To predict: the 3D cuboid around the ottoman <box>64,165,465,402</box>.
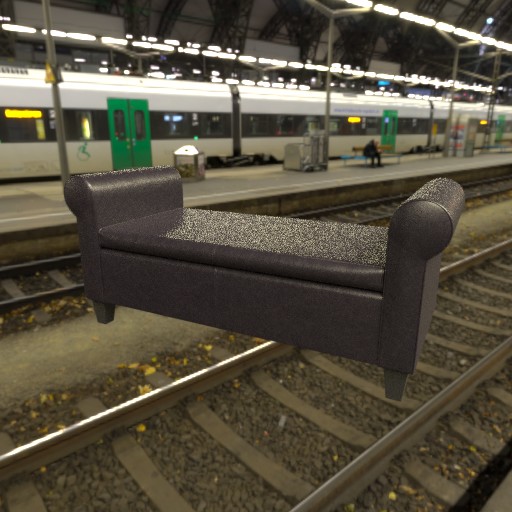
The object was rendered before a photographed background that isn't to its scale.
[{"bbox_3d":[0.000,0.000,1.543,1.256,0.547,0.521,8,18,26],"label":"ottoman"}]
